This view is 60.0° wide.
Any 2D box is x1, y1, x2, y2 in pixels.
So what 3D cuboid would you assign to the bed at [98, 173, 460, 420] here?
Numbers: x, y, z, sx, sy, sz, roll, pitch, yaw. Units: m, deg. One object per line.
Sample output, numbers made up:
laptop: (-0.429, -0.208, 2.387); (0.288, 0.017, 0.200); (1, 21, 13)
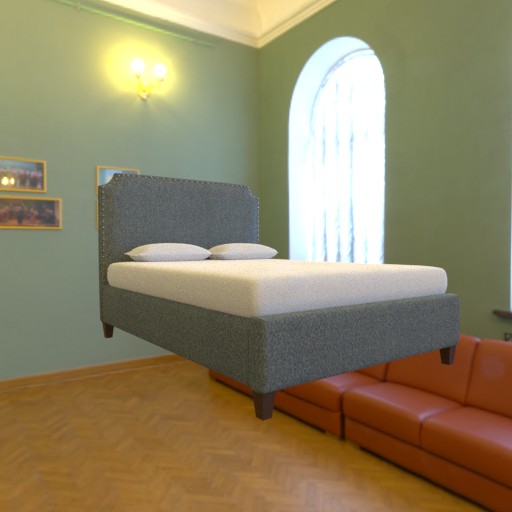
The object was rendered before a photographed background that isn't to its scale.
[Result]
bed: (0.000, 0.000, 3.427); (1.712, 1.443, 2.372); (-1, 2, -36)
